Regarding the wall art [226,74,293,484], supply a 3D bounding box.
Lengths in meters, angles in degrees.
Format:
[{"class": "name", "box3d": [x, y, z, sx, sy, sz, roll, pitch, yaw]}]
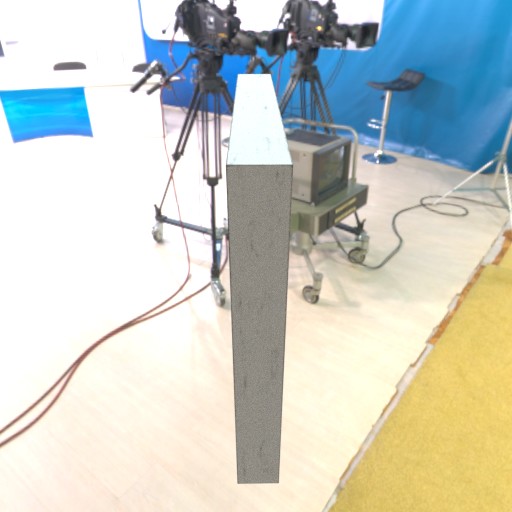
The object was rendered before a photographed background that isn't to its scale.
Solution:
[{"class": "wall art", "box3d": [0.000, 0.000, 0.459, 0.038, 0.305, 0.305, 0, 31, -1]}]
